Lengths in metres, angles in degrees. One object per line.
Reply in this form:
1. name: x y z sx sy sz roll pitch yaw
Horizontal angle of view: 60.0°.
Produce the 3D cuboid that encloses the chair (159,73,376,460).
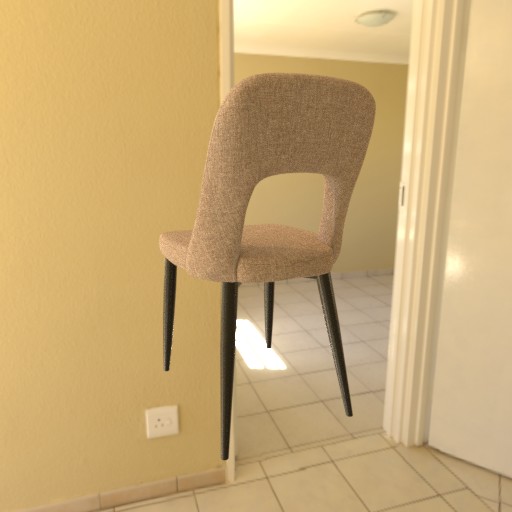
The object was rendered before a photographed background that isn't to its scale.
1. chair: 0.000 0.000 1.319 0.470 0.931 0.612 -6 14 -26
